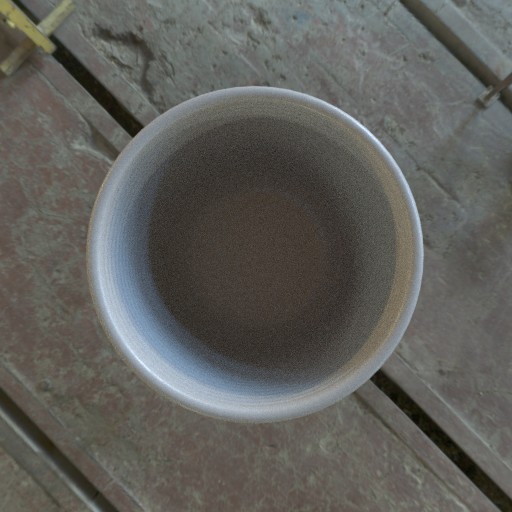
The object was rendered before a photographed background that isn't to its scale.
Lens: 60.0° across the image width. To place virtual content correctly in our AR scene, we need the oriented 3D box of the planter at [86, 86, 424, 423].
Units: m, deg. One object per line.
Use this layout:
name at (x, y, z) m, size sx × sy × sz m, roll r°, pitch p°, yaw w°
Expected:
planter at (0.000, 0.000, 0.215) m, size 0.124 × 0.109 × 0.124 m, roll 0°, pitch 89°, yaw 1°
